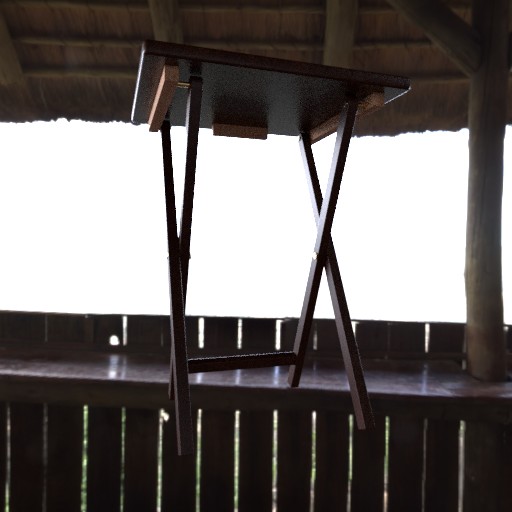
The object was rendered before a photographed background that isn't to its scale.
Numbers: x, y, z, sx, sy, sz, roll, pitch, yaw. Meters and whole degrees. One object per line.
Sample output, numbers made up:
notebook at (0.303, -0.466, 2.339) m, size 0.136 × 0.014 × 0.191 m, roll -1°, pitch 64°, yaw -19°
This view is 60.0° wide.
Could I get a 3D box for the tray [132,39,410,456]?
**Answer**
tray at (0.000, 0.000, 0.924) m, size 0.483 × 0.660 × 0.381 m, roll 0°, pitch 0°, yaw -18°
